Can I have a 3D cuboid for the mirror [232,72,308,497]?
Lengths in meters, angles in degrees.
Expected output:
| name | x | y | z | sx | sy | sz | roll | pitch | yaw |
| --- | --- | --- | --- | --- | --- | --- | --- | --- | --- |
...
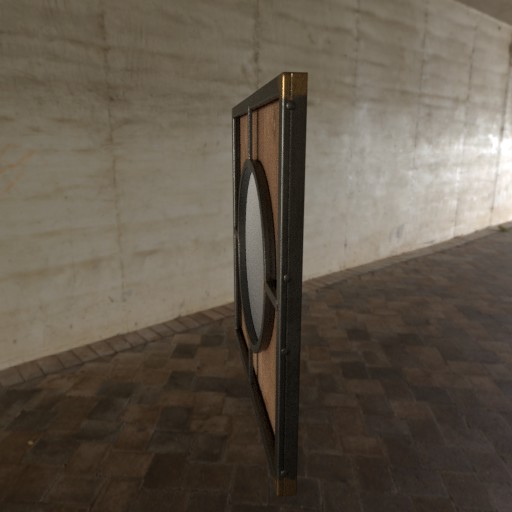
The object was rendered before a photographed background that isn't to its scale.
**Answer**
| name | x | y | z | sx | sy | sz | roll | pitch | yaw |
| --- | --- | --- | --- | --- | --- | --- | --- | --- | --- |
| mirror | 0.000 | 0.000 | 0.561 | 0.020 | 0.381 | 0.382 | -2 | 15 | -9 |
